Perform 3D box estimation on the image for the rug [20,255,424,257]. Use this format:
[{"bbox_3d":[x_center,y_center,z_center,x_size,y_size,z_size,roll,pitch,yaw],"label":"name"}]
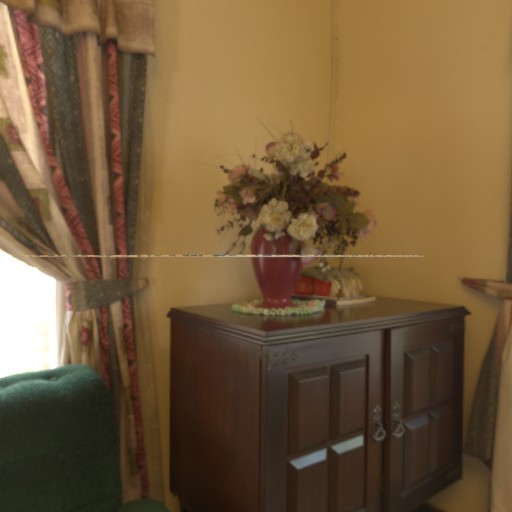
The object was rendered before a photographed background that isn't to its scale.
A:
[{"bbox_3d":[0.000,0.000,3.040,1.520,0.011,2.447,0,0,37],"label":"rug"}]
